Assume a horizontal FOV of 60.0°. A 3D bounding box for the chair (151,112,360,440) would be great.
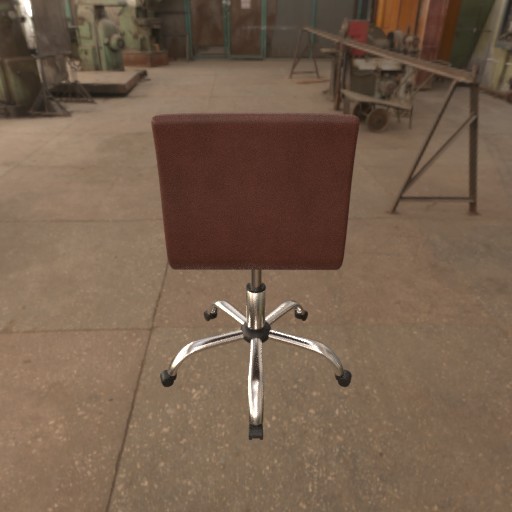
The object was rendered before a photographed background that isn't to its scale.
[{"bbox_3d":[0.000,0.000,1.147,0.556,0.780,0.530,0,30,0],"label":"chair"}]
